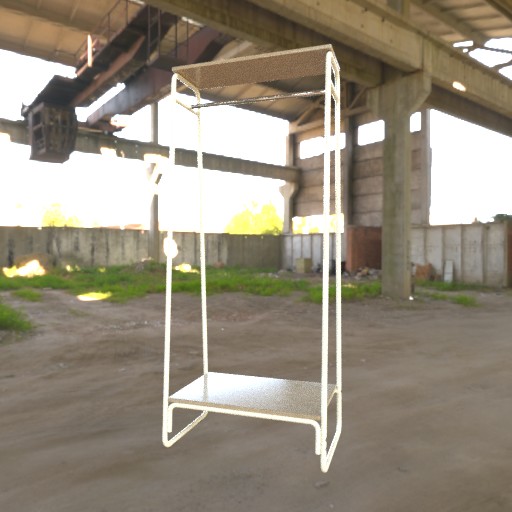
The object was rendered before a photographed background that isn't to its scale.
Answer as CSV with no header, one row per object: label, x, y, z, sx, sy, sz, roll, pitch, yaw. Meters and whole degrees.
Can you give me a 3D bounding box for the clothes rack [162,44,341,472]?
clothes rack,0.000,0.000,1.794,0.640,1.512,0.400,0,1,19
